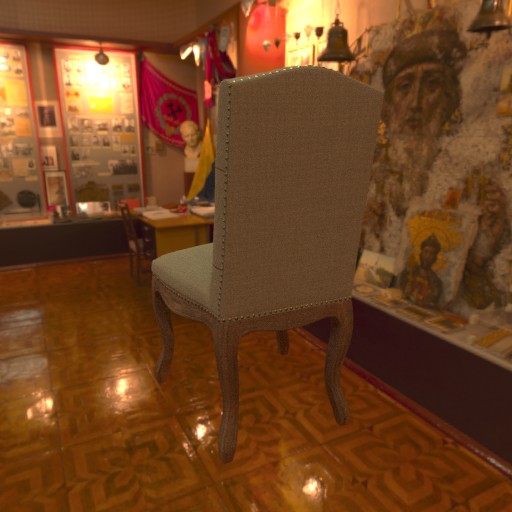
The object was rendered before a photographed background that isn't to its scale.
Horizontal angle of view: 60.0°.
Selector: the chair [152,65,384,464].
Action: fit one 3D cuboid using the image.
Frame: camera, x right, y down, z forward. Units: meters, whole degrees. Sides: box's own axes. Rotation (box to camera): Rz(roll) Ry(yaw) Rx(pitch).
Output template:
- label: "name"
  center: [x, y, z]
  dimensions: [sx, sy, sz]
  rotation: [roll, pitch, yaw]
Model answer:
- label: "chair"
  center: [0.000, 0.000, 1.596]
  dimensions: [0.637, 1.191, 0.731]
  rotation: [-7, 16, -25]
